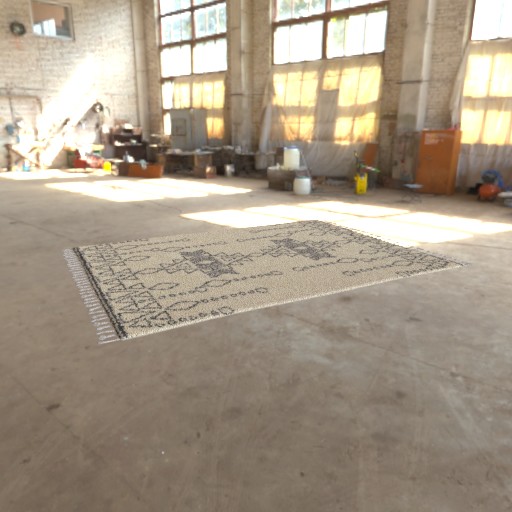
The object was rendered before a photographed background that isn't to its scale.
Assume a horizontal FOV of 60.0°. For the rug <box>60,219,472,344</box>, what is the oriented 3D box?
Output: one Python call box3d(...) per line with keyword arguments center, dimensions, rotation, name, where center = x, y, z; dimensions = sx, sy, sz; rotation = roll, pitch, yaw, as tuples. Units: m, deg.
box3d(center=(0.000, 0.000, 3.923), dimensions=(3.027, 0.028, 2.125), rotation=(-9, 18, -27), name="rug")
